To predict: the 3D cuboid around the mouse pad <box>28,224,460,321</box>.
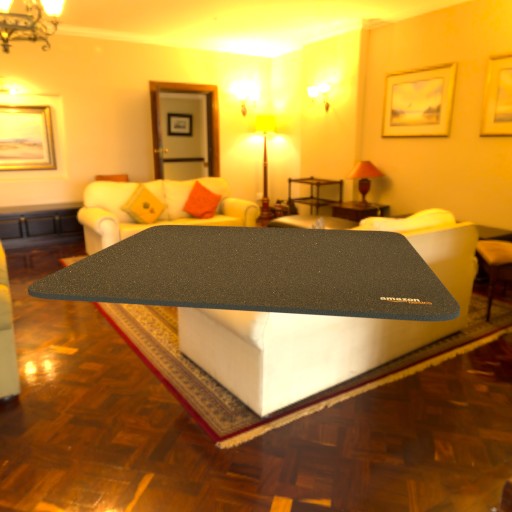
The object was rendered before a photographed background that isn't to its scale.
[{"bbox_3d":[0.000,0.000,0.314,0.229,0.003,0.203,2,15,9],"label":"mouse pad"}]
